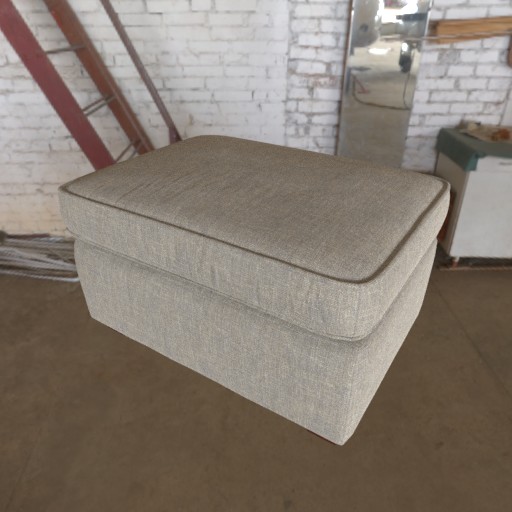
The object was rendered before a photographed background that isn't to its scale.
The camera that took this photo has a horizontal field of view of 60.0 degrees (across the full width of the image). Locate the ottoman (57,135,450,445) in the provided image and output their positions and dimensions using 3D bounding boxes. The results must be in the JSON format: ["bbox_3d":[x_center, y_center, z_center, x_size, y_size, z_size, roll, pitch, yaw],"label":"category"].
[{"bbox_3d":[0.000,0.000,1.095,0.762,0.457,0.559,18,35,28],"label":"ottoman"}]
